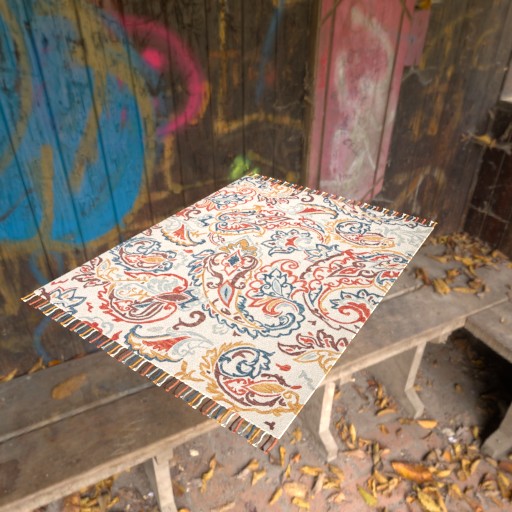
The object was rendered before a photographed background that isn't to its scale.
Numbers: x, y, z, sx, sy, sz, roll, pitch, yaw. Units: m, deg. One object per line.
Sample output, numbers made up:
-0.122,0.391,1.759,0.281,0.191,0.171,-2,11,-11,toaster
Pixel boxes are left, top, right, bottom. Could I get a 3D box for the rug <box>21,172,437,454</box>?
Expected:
0.000,0.000,4.189,2.439,0.015,3.274,21,38,29,rug
